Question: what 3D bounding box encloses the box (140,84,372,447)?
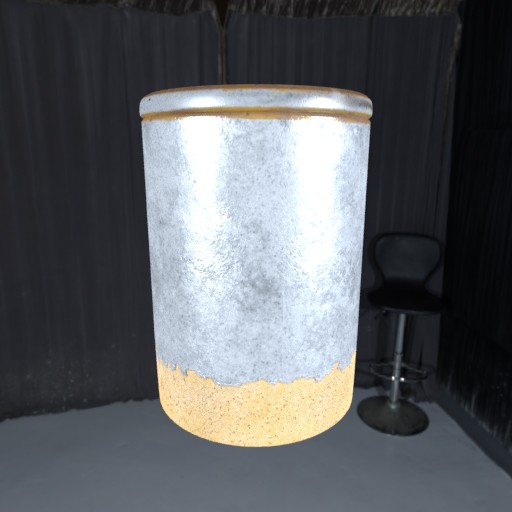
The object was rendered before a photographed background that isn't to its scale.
[{"bbox_3d":[0.000,0.000,0.250,0.118,0.168,0.118,0,13,0],"label":"box"}]
